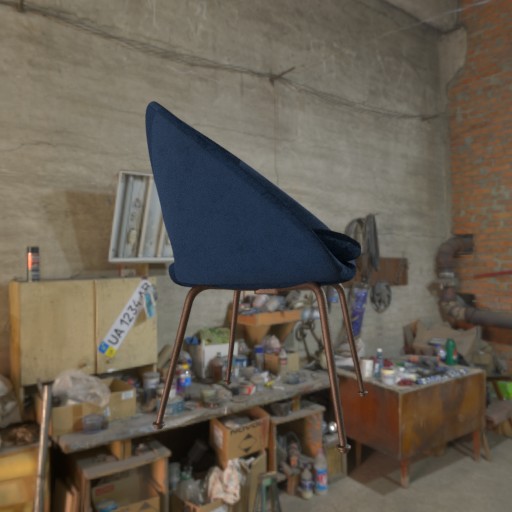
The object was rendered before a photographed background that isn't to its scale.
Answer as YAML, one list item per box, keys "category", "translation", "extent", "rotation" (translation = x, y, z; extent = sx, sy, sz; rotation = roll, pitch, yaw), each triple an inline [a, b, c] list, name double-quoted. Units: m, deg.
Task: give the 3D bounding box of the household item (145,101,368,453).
- category: "household item"
  translation: [0.000, 0.000, 1.244]
  extent: [0.573, 0.852, 0.623]
  rotation: [-1, -2, 19]
